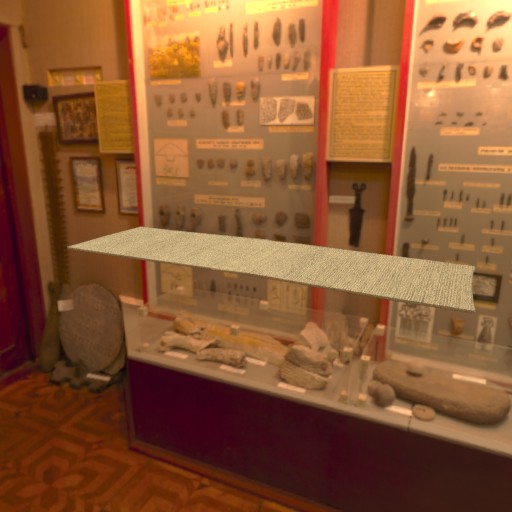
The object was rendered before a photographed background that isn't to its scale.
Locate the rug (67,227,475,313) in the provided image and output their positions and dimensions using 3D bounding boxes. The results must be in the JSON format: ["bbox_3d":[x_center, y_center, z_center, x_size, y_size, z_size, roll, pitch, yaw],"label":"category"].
[{"bbox_3d":[0.000,0.000,2.581,2.320,0.032,0.692,8,17,26],"label":"rug"}]
